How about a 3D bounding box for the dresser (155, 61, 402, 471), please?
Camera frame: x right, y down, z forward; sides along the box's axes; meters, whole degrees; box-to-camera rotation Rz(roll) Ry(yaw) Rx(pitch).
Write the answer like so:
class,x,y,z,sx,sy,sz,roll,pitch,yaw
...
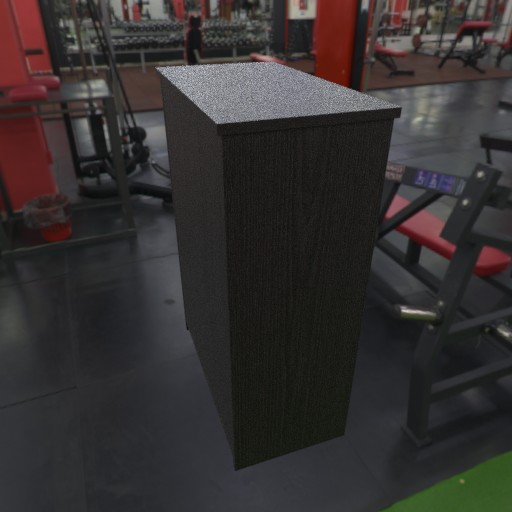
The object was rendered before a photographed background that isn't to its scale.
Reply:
class,x,y,z,sx,sy,sz,roll,pitch,yaw
dresser,0.000,0.000,1.383,0.399,1.020,0.704,-10,33,-17
